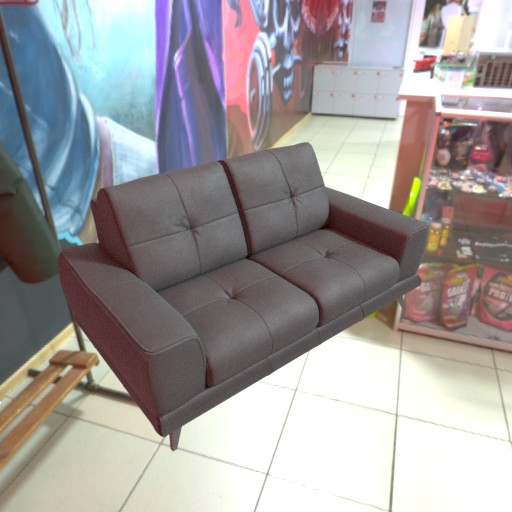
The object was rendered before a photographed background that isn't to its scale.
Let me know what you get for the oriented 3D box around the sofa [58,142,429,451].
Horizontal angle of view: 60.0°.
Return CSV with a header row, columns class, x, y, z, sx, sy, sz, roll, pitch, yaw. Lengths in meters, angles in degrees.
class,x,y,z,sx,sy,sz,roll,pitch,yaw
sofa,0.000,0.000,2.392,1.806,0.907,1.018,-21,35,-33
